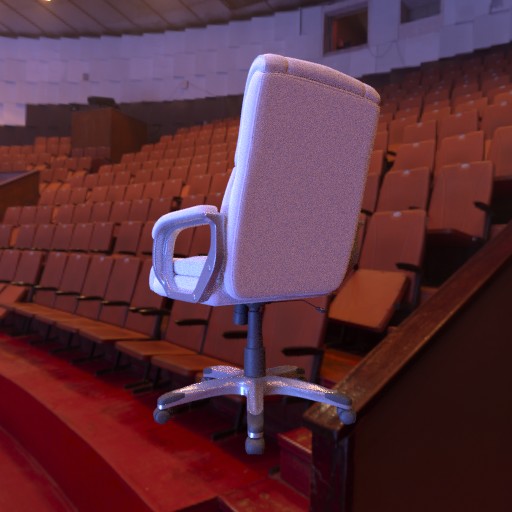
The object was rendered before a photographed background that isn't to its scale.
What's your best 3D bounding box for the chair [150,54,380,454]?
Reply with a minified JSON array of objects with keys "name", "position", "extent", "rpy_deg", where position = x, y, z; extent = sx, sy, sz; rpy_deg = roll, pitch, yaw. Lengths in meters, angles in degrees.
[{"name":"chair","position":[0.000,0.000,1.585],"extent":[0.687,1.120,0.738],"rpy_deg":[-1,1,-36]}]
